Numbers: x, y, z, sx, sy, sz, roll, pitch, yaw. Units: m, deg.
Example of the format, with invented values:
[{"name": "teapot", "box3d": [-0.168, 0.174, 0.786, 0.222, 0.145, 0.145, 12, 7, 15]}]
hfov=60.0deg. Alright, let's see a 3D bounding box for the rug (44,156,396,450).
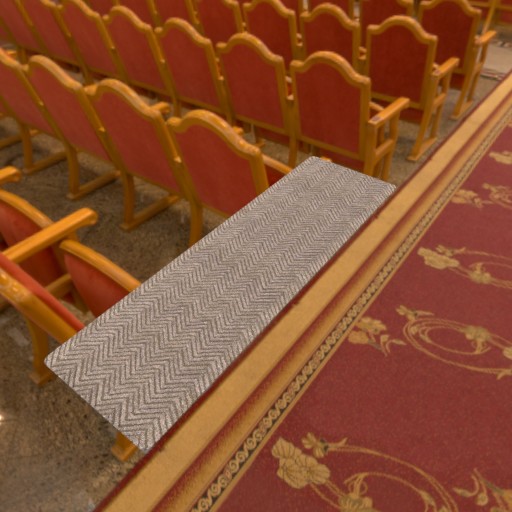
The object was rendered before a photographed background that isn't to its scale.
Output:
[{"name": "rug", "box3d": [0.000, 0.000, 2.513, 0.686, 0.008, 2.286, 27, 49, 27]}]
